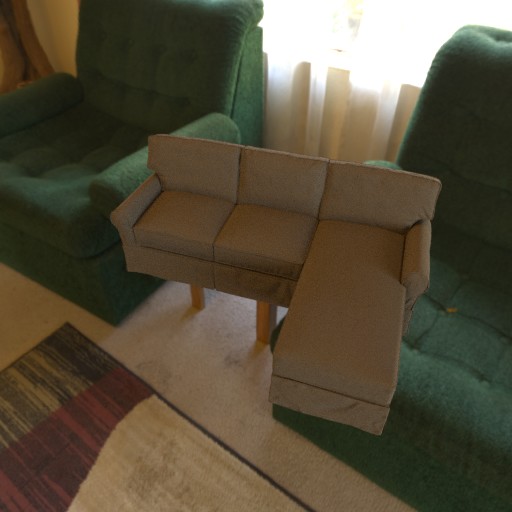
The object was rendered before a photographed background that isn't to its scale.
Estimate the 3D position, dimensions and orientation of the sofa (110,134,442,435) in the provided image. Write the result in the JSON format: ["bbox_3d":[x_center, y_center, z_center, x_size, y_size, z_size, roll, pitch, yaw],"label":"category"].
[{"bbox_3d":[0.000,0.000,3.329,2.475,0.978,1.733,12,43,13],"label":"sofa"}]
